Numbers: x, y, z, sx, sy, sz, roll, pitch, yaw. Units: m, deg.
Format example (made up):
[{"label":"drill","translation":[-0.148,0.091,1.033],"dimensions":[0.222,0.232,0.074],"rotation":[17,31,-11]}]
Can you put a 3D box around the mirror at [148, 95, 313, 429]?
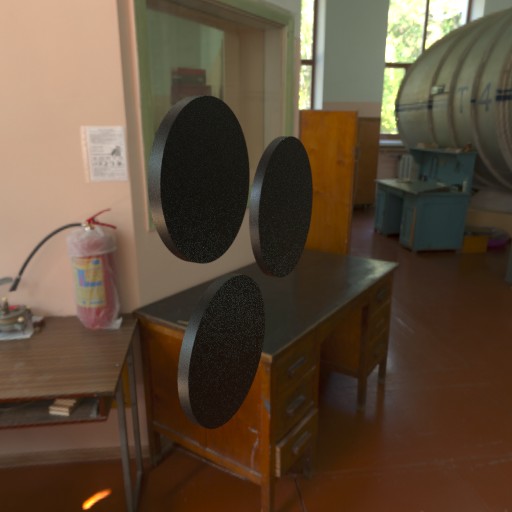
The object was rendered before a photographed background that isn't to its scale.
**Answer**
[{"label":"mirror","translation":[0.000,0.000,3.188],"dimensions":[0.076,2.096,2.160],"rotation":[8,18,25]}]
